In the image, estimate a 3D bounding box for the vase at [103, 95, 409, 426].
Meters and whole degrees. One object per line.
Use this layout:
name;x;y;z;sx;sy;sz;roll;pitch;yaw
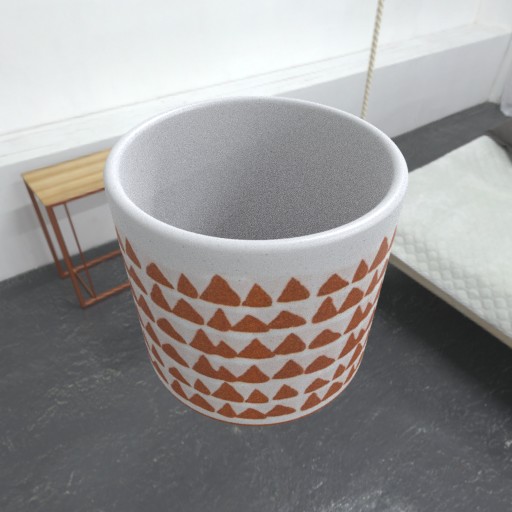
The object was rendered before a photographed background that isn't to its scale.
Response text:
vase;0.000;0.000;0.245;0.137;0.127;0.137;0;41;0
